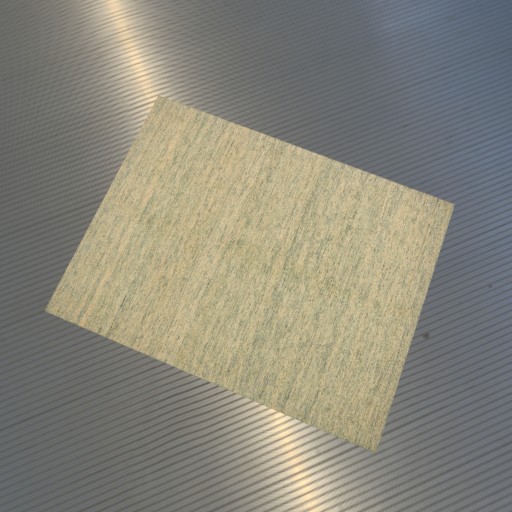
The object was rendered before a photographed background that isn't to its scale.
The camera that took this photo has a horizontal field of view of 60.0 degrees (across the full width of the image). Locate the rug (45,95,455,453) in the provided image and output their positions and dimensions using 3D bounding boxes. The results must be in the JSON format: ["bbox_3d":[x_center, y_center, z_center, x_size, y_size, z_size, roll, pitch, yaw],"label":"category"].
[{"bbox_3d":[0.000,0.000,4.199,3.201,0.014,2.437,22,77,5],"label":"rug"}]
